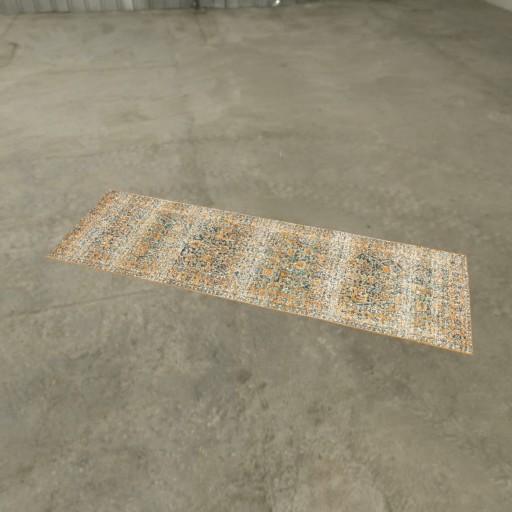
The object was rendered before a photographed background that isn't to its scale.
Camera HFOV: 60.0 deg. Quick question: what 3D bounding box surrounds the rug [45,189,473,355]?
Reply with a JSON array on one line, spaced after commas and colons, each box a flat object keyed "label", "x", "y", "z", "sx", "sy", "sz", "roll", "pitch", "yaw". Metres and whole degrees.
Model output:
[{"label": "rug", "x": 0.000, "y": 0.000, "z": 2.519, "sx": 2.294, "sy": 0.014, "sz": 0.704, "roll": 12, "pitch": 44, "yaw": 12}]
